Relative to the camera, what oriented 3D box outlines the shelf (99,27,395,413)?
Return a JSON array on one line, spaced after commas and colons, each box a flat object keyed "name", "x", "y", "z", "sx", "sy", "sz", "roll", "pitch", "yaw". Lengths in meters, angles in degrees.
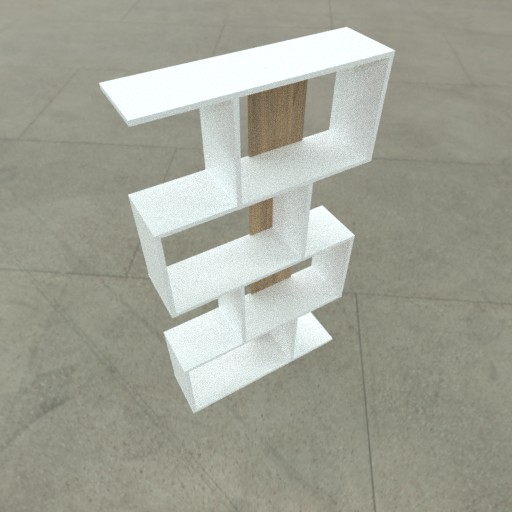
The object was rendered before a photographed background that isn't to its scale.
[{"name": "shelf", "x": 0.000, "y": 0.000, "z": 1.932, "sx": 0.890, "sy": 1.650, "sz": 0.250, "roll": -23, "pitch": 50, "yaw": -21}]
